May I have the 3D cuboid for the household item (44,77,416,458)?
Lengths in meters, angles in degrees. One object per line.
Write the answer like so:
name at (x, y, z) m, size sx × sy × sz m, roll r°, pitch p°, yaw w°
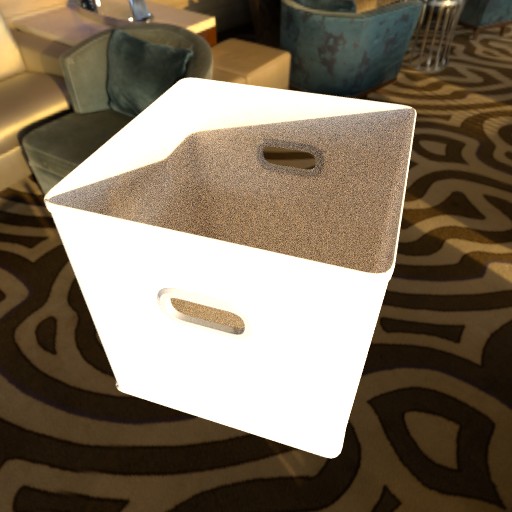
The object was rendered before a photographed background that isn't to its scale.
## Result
household item at (0.000, 0.000, 0.557) m, size 0.305 × 0.305 × 0.305 m, roll 13°, pitch 44°, yaw 13°
